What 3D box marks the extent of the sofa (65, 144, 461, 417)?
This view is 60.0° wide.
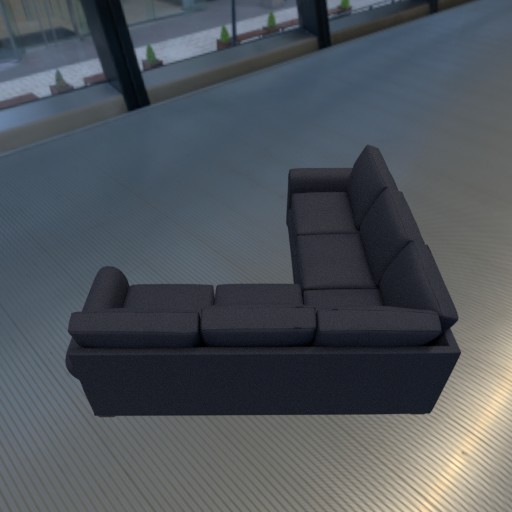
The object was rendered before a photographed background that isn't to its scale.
[{"bbox_3d":[0.000,0.000,3.875,2.562,1.042,2.487,0,41,0],"label":"sofa"}]
